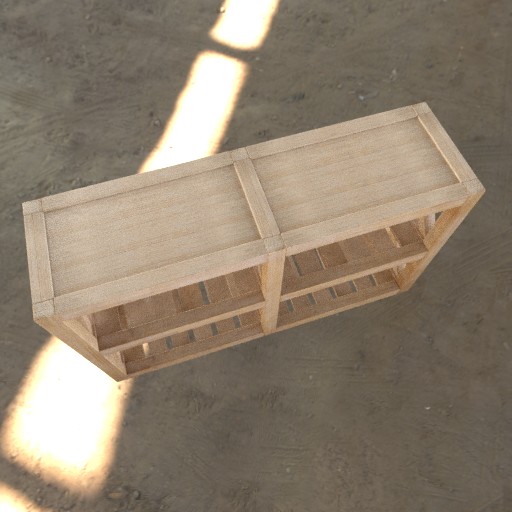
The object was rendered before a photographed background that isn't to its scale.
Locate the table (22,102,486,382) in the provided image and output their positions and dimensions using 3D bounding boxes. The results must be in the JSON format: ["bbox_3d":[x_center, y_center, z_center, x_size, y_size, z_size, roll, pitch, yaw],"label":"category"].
[{"bbox_3d":[0.000,0.000,1.637,1.320,0.762,0.381,-16,64,-8],"label":"table"}]
